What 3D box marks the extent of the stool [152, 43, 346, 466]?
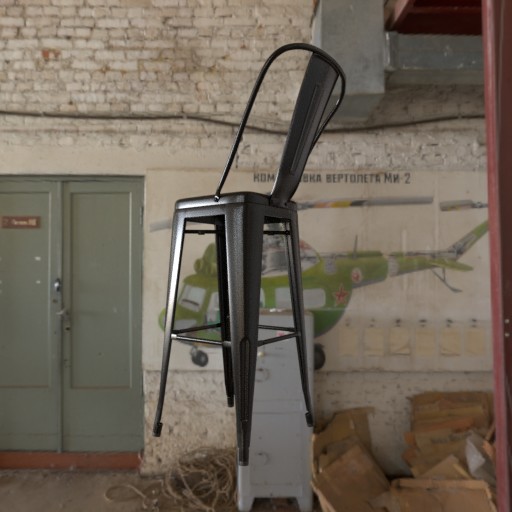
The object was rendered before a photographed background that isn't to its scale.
[{"bbox_3d":[0.000,0.000,1.355,0.513,1.096,0.399,-1,-2,36],"label":"stool"}]
